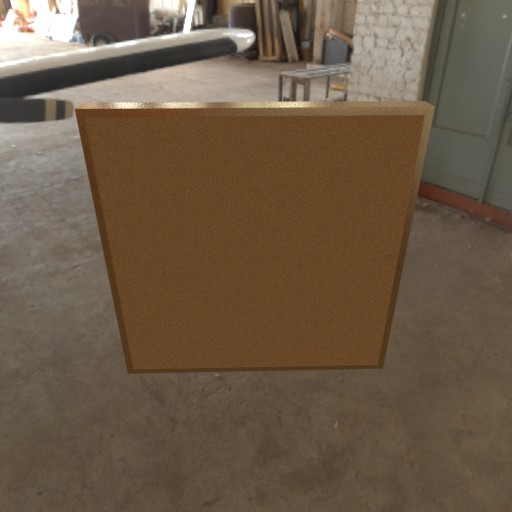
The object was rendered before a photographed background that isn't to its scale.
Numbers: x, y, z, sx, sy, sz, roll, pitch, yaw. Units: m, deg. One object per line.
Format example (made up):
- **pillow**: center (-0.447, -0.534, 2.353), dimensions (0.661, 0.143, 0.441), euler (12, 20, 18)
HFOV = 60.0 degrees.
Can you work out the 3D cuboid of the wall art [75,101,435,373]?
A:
- **wall art**: center (0.000, 0.000, 0.772), dimensions (0.509, 0.509, 0.040), euler (-1, 30, -1)
